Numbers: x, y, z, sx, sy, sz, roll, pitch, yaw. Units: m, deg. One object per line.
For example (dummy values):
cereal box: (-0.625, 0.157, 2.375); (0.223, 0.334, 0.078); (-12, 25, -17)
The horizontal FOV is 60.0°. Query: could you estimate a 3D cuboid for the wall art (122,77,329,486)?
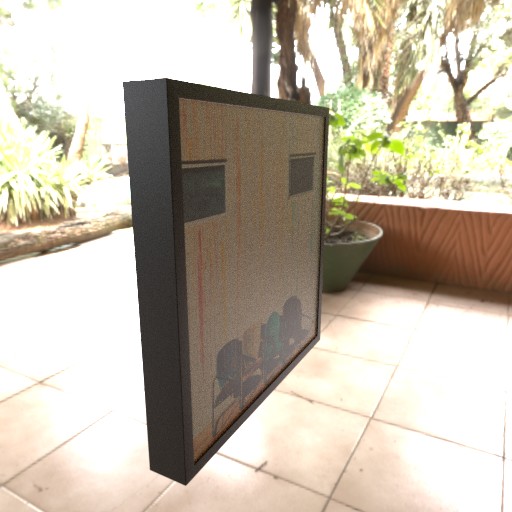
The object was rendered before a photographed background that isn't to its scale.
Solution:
wall art: (0.000, 0.000, 0.451); (0.038, 0.304, 0.304); (8, 17, 27)
